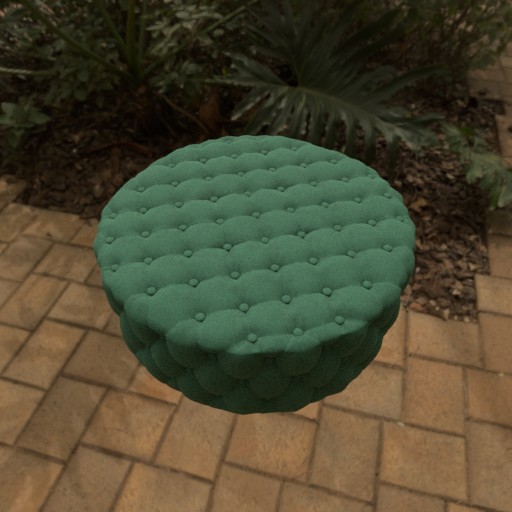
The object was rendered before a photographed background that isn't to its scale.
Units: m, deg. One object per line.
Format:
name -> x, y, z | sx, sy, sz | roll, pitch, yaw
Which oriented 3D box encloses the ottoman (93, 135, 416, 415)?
ottoman -> 0.000, 0.000, 1.510 | 0.998, 0.399, 0.998 | 0, 46, 0
